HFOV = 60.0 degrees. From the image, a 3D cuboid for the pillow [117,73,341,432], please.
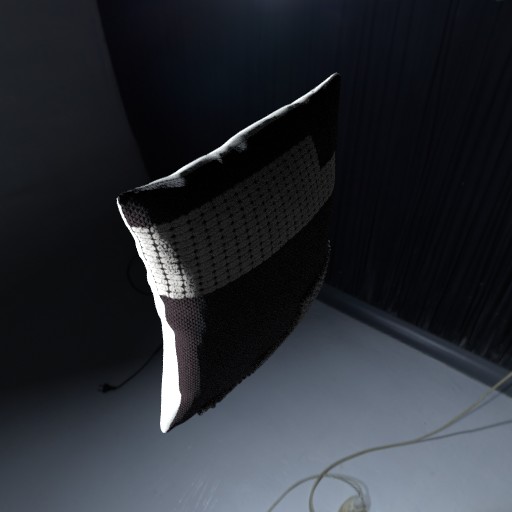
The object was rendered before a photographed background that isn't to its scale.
[{"bbox_3d":[0.000,0.000,0.722,0.178,0.473,0.475,25,46,27],"label":"pillow"}]
